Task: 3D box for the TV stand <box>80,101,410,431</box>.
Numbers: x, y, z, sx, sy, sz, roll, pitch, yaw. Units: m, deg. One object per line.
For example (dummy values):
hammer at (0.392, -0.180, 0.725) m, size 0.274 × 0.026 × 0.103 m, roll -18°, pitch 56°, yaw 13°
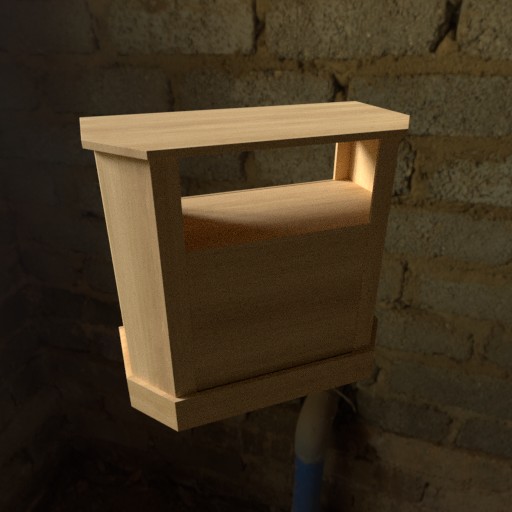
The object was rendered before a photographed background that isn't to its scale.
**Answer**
TV stand at (0.000, 0.000, 1.321) m, size 0.851 × 0.781 × 0.425 m, roll -10°, pitch 29°, yaw -18°
